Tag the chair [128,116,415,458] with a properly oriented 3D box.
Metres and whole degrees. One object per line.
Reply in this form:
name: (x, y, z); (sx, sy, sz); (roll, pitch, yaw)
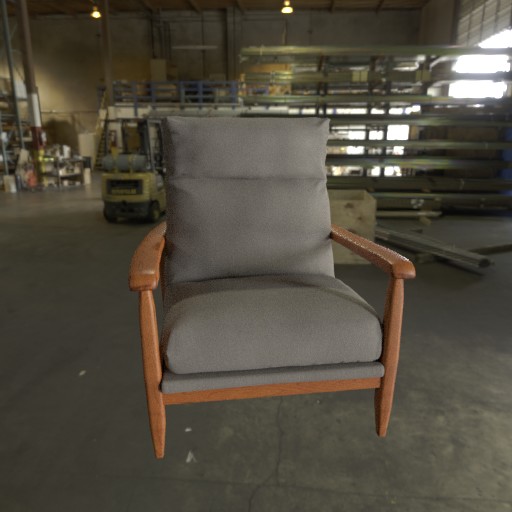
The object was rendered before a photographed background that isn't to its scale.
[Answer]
chair: (0.000, 0.000, 1.494); (0.782, 0.922, 0.816); (-2, 15, -8)
